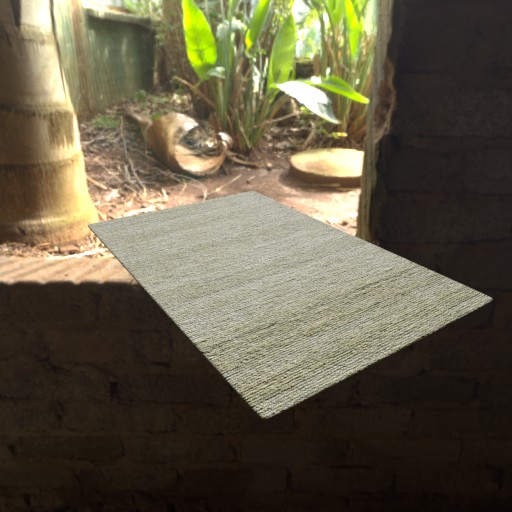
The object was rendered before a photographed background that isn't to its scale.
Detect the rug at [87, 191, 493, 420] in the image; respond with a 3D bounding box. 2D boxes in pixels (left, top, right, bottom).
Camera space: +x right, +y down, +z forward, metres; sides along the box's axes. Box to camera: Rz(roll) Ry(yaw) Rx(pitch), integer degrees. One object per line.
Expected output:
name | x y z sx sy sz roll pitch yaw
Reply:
rug | 0.000 0.000 2.155 1.143 0.010 1.758 -16 30 -30
